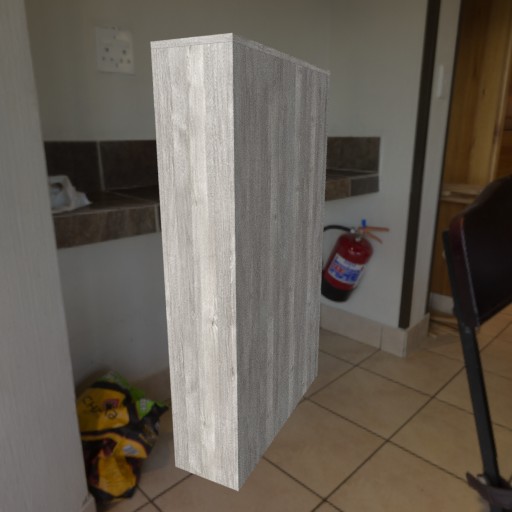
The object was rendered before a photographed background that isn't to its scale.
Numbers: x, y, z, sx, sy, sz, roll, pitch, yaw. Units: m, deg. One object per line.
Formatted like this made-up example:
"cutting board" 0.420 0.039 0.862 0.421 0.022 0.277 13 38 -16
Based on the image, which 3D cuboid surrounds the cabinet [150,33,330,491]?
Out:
"cabinet" 0.000 0.000 1.563 0.250 1.280 0.750 8 17 25
